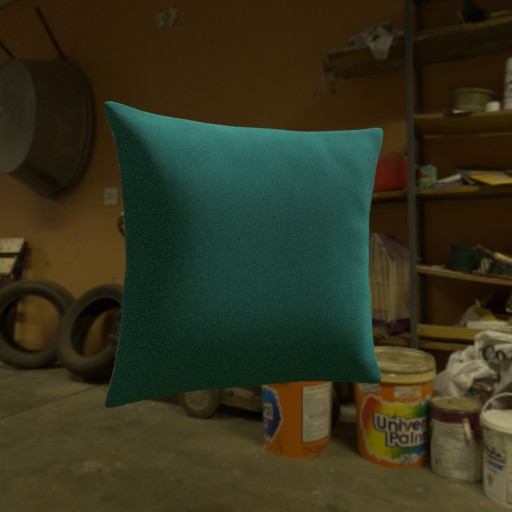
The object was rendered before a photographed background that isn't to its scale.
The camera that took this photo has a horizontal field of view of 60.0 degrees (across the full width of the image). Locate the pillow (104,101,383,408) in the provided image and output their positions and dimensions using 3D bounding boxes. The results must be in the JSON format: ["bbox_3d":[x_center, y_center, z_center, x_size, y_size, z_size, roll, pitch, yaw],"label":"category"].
[{"bbox_3d":[0.000,0.000,0.809,0.525,0.508,0.166,0,0,-17],"label":"pillow"}]
